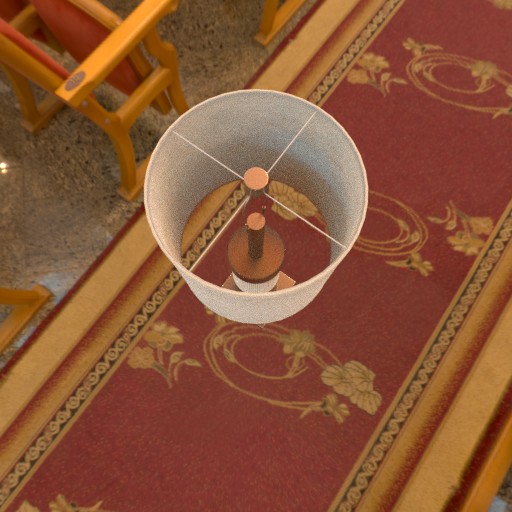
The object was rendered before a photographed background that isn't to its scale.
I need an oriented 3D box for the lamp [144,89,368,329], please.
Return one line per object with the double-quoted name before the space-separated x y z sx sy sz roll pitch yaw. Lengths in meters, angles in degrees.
"lamp" 0.000 0.000 0.629 0.202 0.509 0.202 35 78 9
